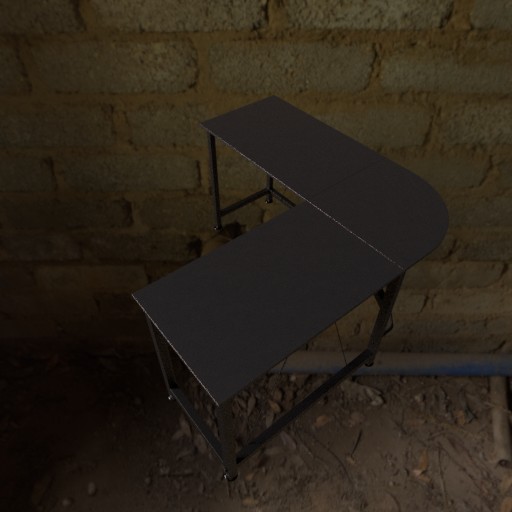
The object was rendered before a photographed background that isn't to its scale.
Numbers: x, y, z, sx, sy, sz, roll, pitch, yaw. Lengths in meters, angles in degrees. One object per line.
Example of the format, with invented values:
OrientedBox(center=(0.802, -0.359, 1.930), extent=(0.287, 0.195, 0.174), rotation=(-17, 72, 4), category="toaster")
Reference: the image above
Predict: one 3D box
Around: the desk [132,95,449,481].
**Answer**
OrientedBox(center=(0.000, 0.000, 2.256), extent=(1.400, 0.762, 1.400), rotation=(-30, 53, -26), category="desk")
